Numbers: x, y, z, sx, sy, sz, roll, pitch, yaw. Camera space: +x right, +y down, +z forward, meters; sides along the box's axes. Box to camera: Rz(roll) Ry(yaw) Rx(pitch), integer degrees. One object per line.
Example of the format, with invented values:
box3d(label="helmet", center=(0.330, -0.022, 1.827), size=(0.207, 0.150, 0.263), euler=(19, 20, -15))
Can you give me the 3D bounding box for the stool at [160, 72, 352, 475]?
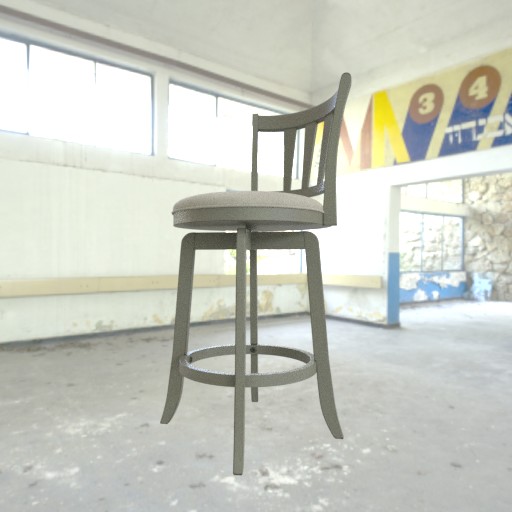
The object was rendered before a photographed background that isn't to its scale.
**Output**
box3d(label="stool", center=(0.000, 0.000, 1.285), size=(0.486, 0.994, 0.450), euler=(0, 0, -37))
